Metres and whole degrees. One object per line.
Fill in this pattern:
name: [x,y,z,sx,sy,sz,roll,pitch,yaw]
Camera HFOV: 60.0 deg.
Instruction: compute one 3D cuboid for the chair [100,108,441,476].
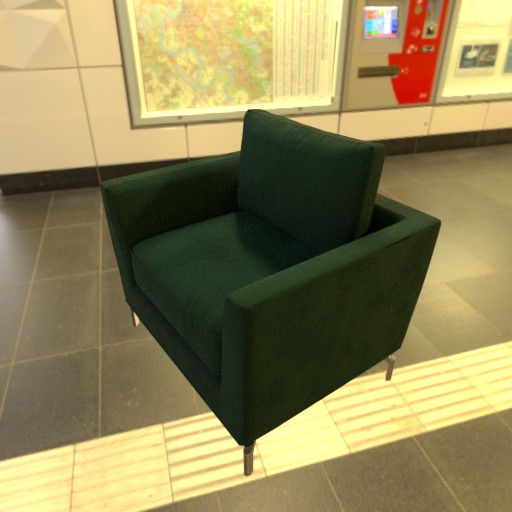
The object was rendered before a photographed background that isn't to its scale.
chair: [0.000,0.000,1.797,0.852,0.997,1.047,-21,37,-30]
